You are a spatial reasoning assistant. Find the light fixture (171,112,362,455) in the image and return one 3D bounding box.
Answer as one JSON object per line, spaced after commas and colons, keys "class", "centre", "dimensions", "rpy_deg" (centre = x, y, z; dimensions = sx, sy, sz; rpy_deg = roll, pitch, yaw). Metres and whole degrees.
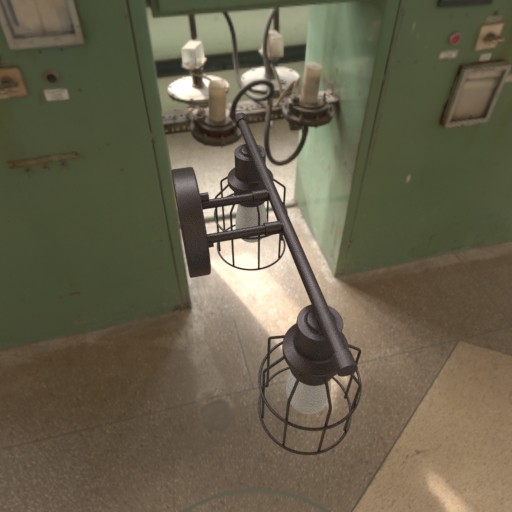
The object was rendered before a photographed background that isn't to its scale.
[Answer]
{"class": "light fixture", "centre": [0.000, 0.000, 0.535], "dimensions": [0.165, 0.254, 0.406], "rpy_deg": [-10, 47, -9]}
